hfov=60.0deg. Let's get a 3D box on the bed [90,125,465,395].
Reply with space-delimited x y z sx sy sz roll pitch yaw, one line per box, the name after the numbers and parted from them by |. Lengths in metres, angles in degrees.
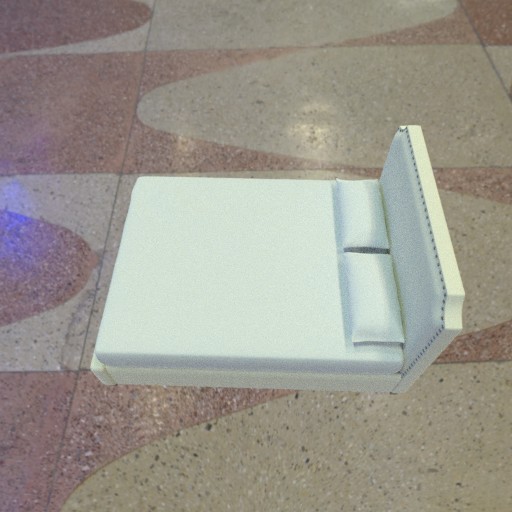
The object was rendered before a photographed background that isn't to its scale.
0.000 0.000 3.403 2.329 1.415 1.703 1 56 1 | bed
